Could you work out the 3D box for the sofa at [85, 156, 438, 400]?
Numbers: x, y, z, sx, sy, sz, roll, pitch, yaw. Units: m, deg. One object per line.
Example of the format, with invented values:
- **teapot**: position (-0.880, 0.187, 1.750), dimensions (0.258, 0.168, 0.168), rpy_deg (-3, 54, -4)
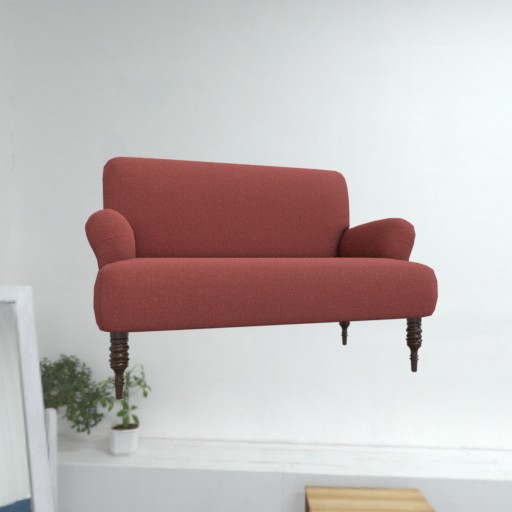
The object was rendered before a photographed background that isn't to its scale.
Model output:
- **sofa**: position (0.000, 0.000, 1.821), dimensions (1.297, 0.889, 0.779), rpy_deg (0, 0, -18)
